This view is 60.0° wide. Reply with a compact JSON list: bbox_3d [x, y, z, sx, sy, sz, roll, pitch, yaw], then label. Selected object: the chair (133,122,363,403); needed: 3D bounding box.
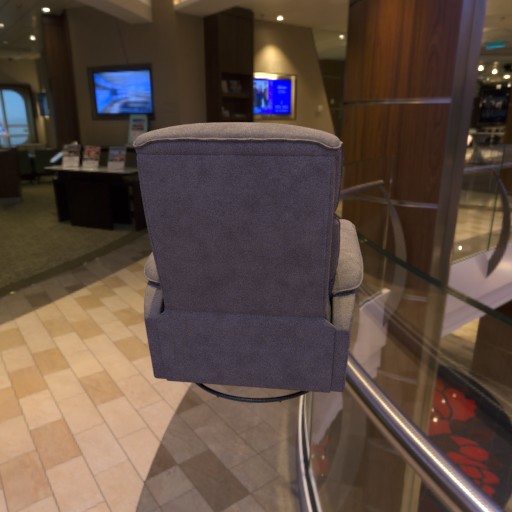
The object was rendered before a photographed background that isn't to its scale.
[{"bbox_3d":[0.000,0.000,1.781,0.830,1.036,1.009,2,17,7],"label":"chair"}]
